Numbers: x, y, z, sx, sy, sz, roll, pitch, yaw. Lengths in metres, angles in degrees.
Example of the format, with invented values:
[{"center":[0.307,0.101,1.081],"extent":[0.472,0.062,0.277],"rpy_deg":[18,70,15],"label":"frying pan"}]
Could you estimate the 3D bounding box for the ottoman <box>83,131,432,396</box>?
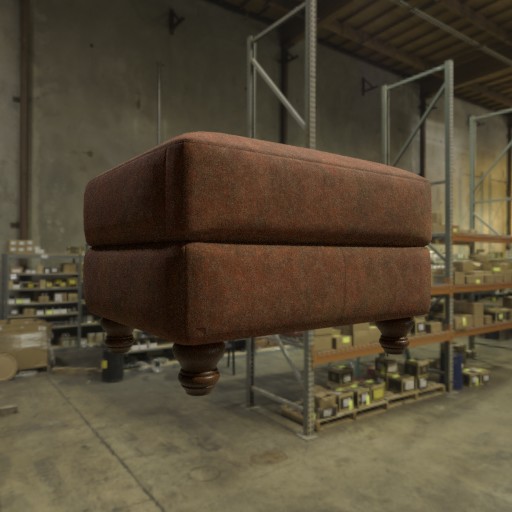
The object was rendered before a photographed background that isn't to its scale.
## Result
[{"center":[0.000,0.000,1.171],"extent":[0.787,0.508,0.635],"rpy_deg":[0,0,-36],"label":"ottoman"}]
